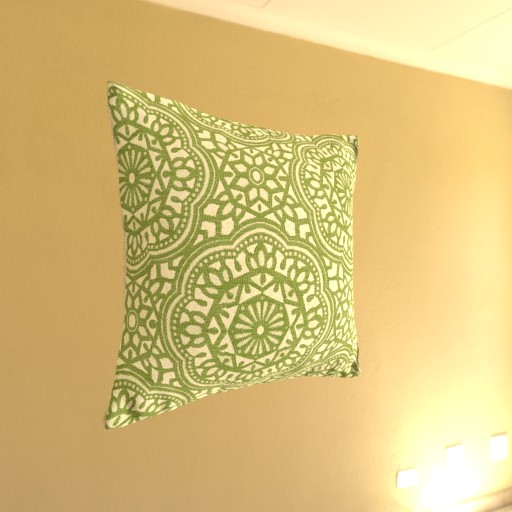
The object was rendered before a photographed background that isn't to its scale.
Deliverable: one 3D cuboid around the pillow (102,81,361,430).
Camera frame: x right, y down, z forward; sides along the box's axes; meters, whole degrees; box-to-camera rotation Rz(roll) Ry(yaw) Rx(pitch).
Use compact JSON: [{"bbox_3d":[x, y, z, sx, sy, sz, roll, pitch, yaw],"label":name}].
[{"bbox_3d":[0.000,0.000,0.651,0.440,0.419,0.162,0,0,-35],"label":"pillow"}]
